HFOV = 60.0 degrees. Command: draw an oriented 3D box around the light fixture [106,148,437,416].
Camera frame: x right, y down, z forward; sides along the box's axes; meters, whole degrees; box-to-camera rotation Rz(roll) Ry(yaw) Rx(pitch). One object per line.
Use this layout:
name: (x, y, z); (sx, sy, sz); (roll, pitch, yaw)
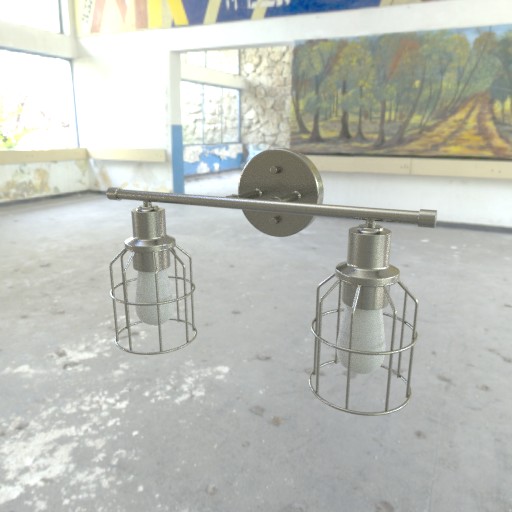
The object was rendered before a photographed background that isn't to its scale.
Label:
light fixture: (0.000, 0.000, 0.548); (0.406, 0.254, 0.165); (8, 18, 25)
